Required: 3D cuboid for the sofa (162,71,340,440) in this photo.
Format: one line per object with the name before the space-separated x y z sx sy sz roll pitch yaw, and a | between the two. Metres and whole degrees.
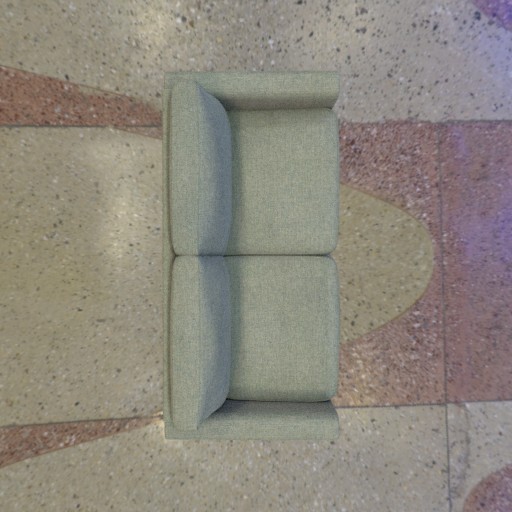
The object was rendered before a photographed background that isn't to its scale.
sofa | 0.000 0.000 2.514 0.969 0.892 1.978 0 90 0
